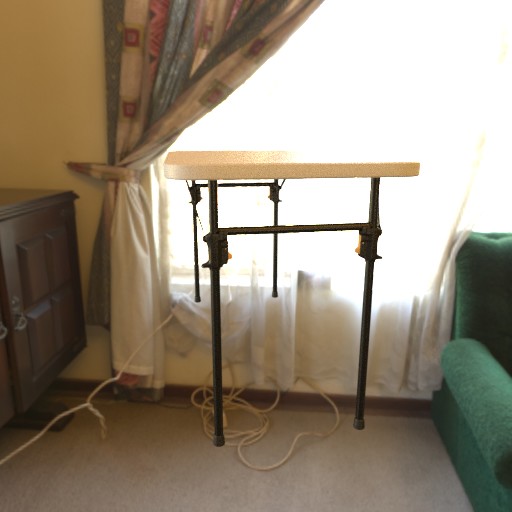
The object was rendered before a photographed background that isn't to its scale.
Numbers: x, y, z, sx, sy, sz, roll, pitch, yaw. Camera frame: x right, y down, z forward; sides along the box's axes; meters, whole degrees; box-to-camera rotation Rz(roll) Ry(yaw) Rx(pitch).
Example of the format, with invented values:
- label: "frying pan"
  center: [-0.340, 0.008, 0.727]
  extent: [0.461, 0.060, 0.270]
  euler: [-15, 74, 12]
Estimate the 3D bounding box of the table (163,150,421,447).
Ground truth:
- label: "table"
  center: [0.000, 0.000, 1.631]
  extent: [0.610, 0.729, 1.219]
  euler: [-3, 15, -10]
